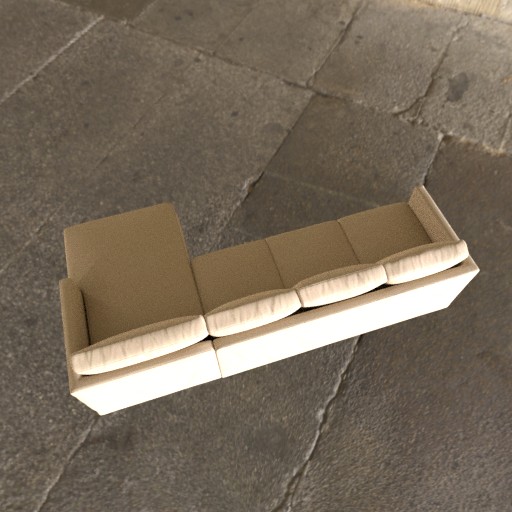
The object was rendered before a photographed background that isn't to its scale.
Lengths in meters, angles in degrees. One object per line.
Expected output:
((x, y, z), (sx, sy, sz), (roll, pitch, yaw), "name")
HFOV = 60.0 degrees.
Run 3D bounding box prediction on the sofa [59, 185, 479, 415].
((0.000, 0.000, 3.838), (3.206, 0.871, 1.622), (-15, 60, -9), "sofa")
